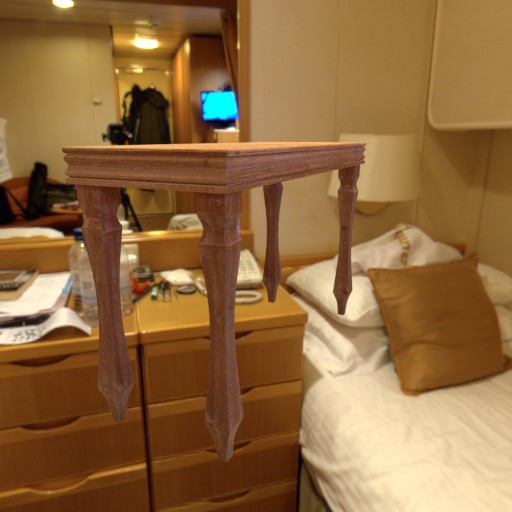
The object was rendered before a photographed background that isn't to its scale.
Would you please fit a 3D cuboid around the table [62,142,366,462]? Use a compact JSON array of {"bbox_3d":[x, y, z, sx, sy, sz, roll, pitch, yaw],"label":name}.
[{"bbox_3d":[0.000,0.000,1.783,0.522,0.873,1.330,7,17,26],"label":"table"}]
